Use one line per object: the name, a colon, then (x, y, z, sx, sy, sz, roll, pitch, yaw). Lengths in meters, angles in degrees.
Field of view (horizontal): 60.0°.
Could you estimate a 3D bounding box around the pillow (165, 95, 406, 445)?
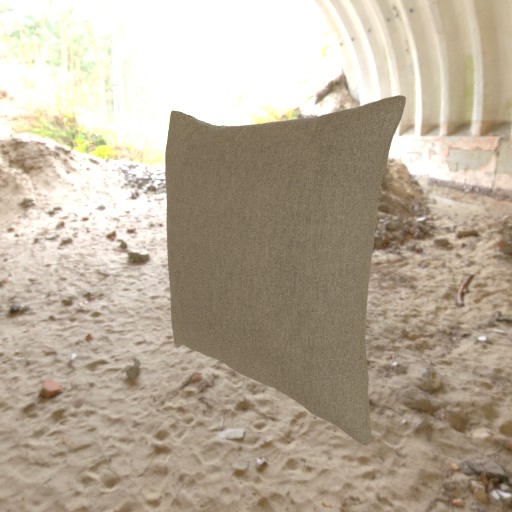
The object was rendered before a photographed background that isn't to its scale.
pillow: (0.000, 0.000, 0.672, 0.433, 0.436, 0.173, 15, 21, 43)
